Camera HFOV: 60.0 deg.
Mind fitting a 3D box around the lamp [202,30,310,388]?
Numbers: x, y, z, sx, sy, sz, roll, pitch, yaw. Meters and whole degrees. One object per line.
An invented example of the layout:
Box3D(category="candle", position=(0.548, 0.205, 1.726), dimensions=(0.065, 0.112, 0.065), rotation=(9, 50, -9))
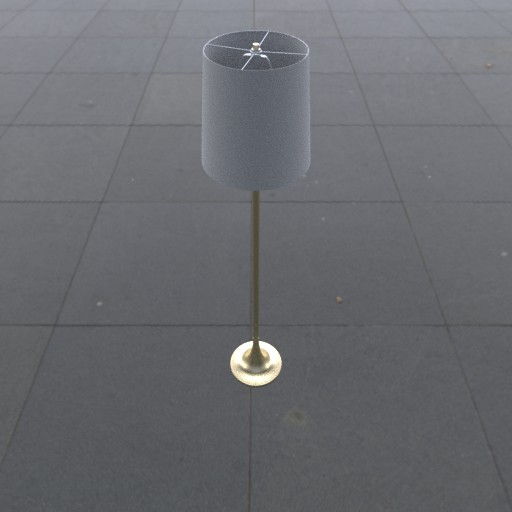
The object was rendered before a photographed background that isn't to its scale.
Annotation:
Box3D(category="lamp", position=(0.000, 0.000, 1.685), dimensions=(0.337, 1.543, 0.337), rotation=(0, 45, 0))
